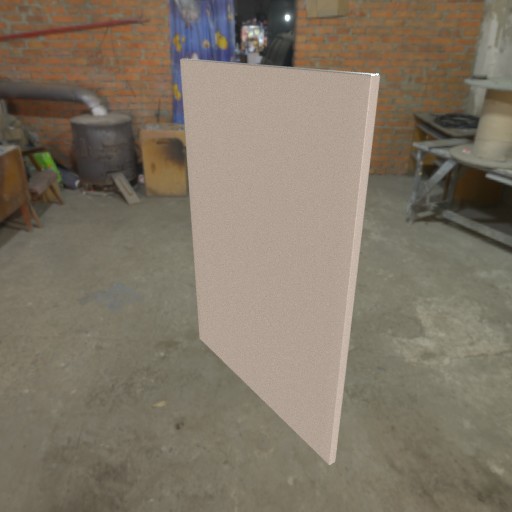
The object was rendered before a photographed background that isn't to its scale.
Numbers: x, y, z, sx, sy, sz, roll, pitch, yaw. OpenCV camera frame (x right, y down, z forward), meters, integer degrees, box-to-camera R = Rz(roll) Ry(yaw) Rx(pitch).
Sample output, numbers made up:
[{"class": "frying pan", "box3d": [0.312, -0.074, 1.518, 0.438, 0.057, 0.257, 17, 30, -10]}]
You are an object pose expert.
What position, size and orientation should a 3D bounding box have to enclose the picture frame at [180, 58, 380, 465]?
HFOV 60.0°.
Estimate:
[{"class": "picture frame", "box3d": [0.000, 0.000, 0.672, 0.012, 0.534, 0.381, -18, 32, -32]}]
